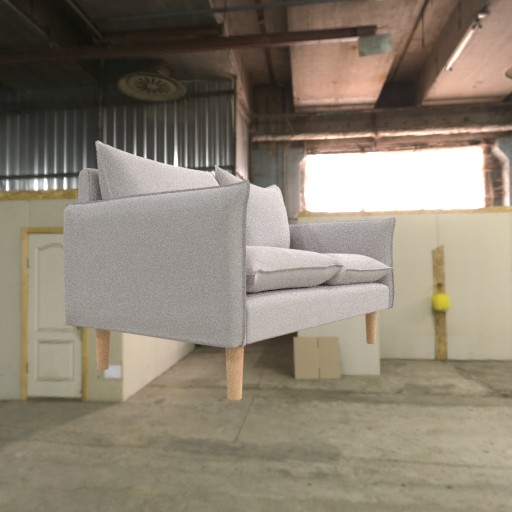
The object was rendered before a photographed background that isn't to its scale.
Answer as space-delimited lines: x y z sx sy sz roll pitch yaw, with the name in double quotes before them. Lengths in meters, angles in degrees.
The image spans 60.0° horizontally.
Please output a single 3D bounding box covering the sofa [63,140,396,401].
"sofa" 0.000 0.000 1.884 0.820 0.840 1.300 -1 -1 35
